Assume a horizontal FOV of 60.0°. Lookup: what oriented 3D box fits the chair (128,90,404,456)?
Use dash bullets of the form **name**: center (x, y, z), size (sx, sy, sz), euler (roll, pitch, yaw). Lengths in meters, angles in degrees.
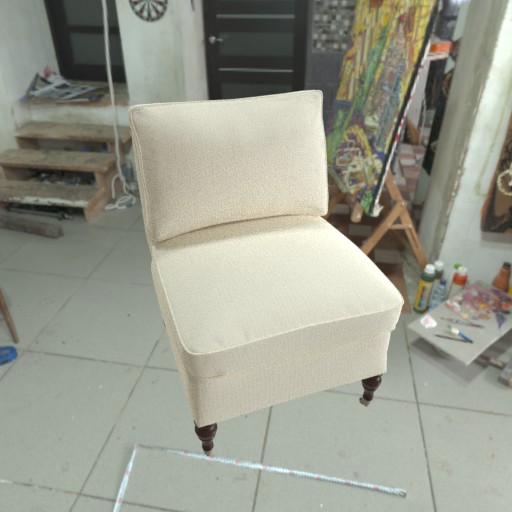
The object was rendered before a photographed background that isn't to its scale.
- **chair**: center (0.000, 0.000, 1.405), size (0.630, 0.887, 0.781), euler (-11, 34, -16)
